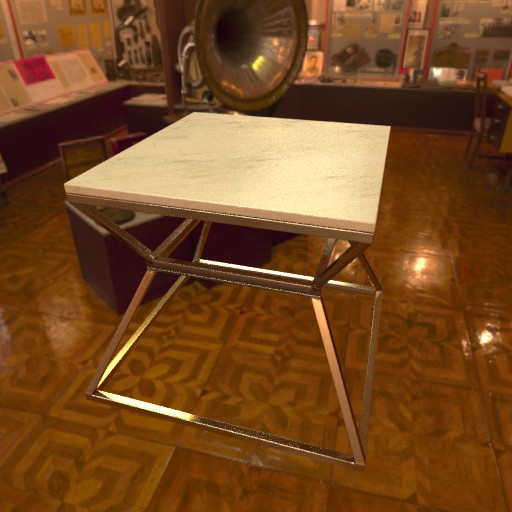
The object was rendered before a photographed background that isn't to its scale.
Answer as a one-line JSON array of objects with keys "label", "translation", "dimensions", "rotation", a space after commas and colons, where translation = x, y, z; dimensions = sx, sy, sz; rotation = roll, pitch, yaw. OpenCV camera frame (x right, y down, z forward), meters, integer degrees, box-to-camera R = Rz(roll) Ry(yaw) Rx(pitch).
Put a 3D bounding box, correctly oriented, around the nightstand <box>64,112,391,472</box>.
[{"label": "nightstand", "translation": [0.000, 0.000, 0.874], "dimensions": [0.514, 0.426, 0.513], "rotation": [9, 32, 14]}]
